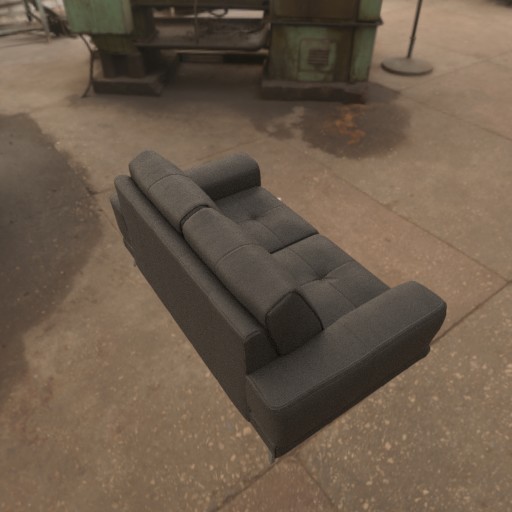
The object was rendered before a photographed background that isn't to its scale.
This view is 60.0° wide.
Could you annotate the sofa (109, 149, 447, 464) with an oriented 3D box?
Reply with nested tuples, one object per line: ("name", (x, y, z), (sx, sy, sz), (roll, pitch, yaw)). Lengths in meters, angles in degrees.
("sofa", (0.000, 0.000, 2.446), (1.018, 0.907, 1.806), (-24, 47, -25))
